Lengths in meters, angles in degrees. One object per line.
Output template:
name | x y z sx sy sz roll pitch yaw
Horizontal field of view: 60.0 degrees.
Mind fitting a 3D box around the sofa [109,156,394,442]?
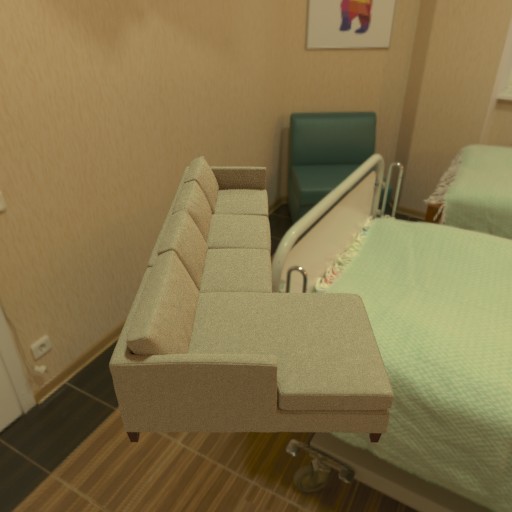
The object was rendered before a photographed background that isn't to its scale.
sofa | 0.000 0.000 3.895 1.625 0.846 3.186 0 31 0
